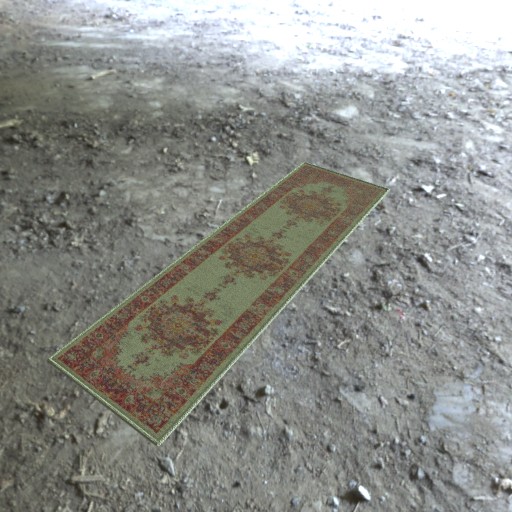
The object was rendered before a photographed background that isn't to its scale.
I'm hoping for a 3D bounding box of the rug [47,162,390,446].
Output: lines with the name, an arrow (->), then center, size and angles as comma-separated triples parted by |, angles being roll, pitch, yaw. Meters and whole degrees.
rug -> 0.000, 0.000, 2.040 | 0.562, 0.009, 1.824 | 24, 46, 26
